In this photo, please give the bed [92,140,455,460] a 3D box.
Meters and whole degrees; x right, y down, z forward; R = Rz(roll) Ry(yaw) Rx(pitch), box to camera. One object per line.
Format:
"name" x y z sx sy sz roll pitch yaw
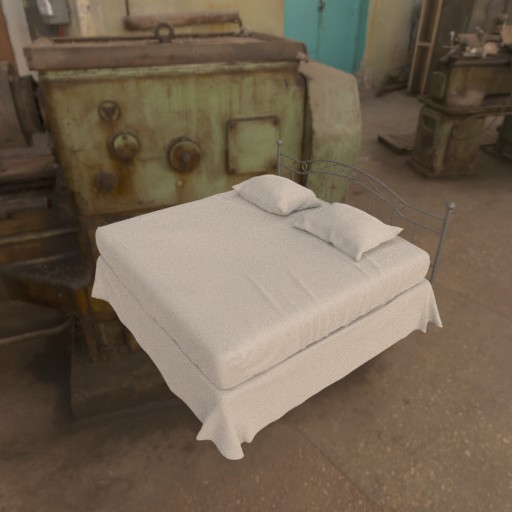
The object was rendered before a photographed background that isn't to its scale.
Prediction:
"bed" 0.000 0.000 3.636 2.220 1.080 2.309 -21 37 -31
